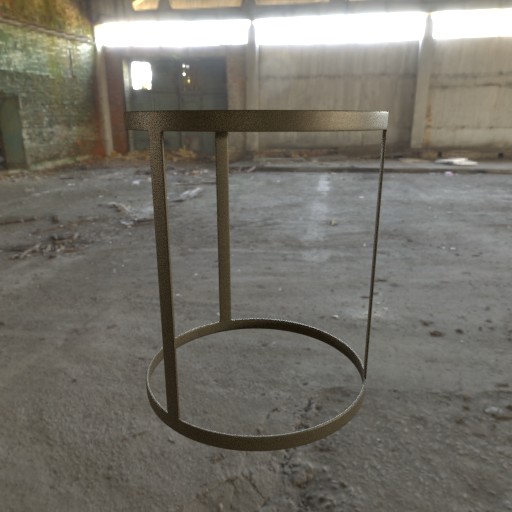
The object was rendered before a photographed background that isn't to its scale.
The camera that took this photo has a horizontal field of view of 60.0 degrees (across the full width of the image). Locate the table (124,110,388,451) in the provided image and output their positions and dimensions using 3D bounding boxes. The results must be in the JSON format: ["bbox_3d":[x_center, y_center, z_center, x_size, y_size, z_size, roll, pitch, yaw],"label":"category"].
[{"bbox_3d":[0.000,0.000,0.918,0.480,0.565,0.480,0,17,0],"label":"table"}]
